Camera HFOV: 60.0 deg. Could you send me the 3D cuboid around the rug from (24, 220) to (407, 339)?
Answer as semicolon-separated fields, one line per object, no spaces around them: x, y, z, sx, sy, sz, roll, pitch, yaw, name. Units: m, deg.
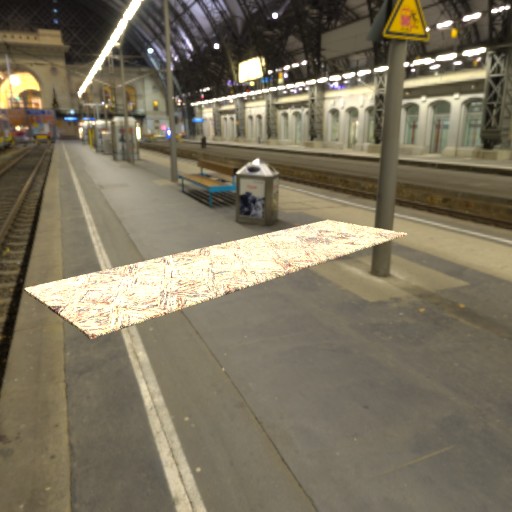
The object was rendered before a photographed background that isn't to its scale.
0.000;0.000;2.546;2.292;0.015;0.688;-15;22;-42;rug
